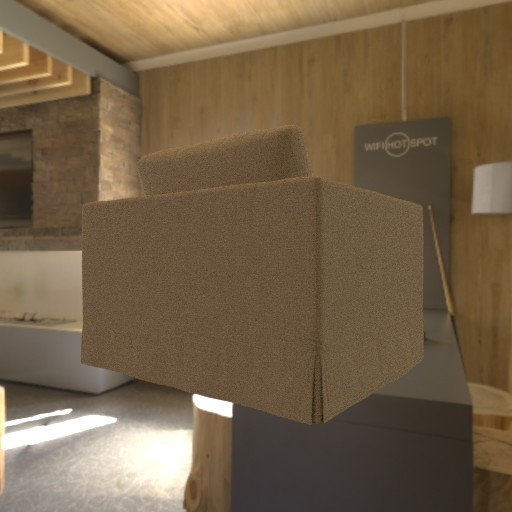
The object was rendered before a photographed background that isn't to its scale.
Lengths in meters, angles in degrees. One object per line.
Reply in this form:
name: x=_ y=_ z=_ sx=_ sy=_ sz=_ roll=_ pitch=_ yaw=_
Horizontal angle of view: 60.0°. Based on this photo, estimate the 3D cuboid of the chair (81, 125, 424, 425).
chair: x=0.000 y=0.000 z=1.866 sx=1.150 sy=0.878 sz=0.957 roll=0 pitch=1 yaw=37
